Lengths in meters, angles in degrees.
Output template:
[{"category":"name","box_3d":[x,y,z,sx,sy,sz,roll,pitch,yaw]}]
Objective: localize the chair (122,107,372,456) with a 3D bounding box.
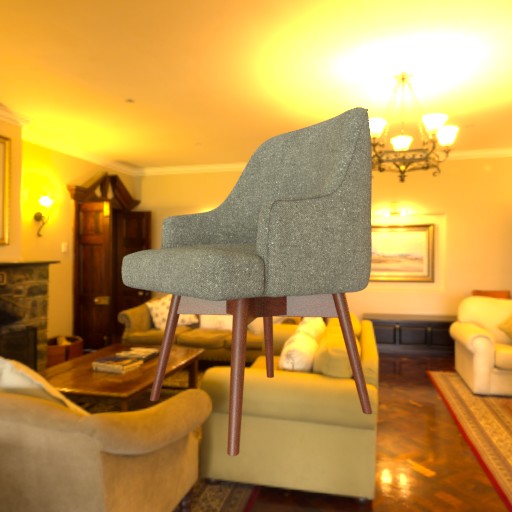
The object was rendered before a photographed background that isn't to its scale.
[{"category":"chair","box_3d":[0.000,0.000,1.290,0.629,0.875,0.608,0,0,-35]}]
